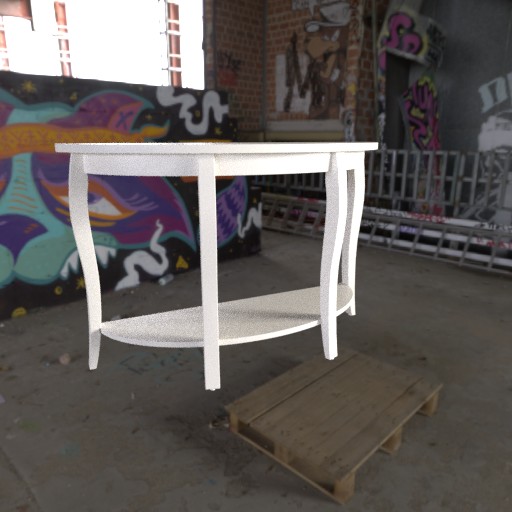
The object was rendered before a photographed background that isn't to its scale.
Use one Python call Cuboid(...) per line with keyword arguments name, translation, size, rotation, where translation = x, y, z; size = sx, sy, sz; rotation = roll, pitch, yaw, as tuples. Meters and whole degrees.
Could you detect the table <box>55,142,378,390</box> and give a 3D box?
Cuboid(name="table", translation=(0.000, 0.000, 1.583), size=(1.219, 0.780, 0.394), rotation=(-7, 17, -25))
